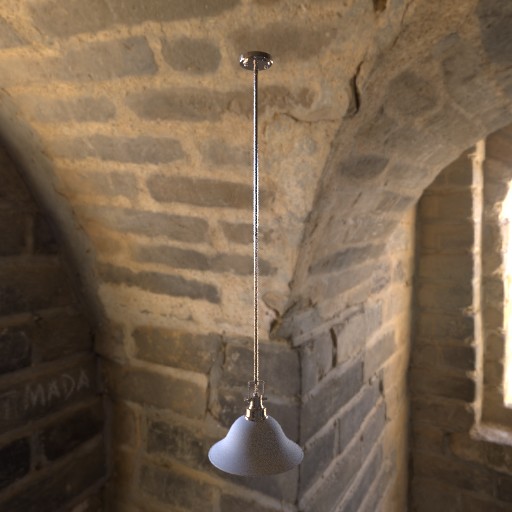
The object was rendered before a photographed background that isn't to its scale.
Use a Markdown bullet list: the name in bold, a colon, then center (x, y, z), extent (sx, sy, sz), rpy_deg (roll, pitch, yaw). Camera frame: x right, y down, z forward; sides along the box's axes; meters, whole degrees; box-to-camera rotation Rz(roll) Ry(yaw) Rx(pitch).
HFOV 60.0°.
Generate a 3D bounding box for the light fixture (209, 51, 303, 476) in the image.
- **light fixture**: center (0.000, 0.000, 1.520), extent (0.324, 1.354, 0.324), rpy_deg (0, 0, -18)
